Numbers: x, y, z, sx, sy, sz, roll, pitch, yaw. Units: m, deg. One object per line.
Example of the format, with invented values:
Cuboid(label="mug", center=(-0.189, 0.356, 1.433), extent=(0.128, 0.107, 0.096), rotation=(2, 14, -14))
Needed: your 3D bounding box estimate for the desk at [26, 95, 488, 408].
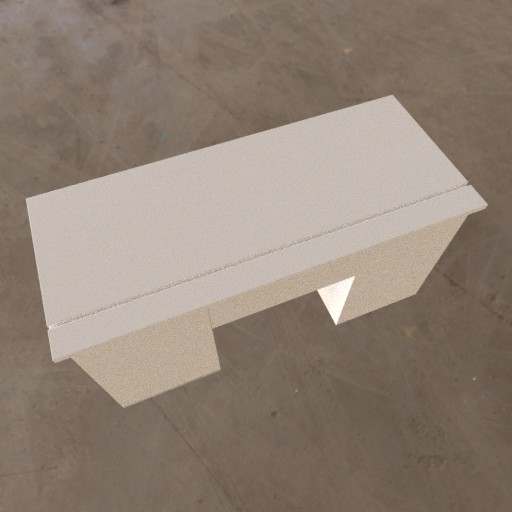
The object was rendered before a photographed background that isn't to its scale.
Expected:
Cuboid(label="desk", center=(0.000, 0.000, 1.966), extent=(1.580, 0.760, 0.670), rotation=(-19, 60, -11))
